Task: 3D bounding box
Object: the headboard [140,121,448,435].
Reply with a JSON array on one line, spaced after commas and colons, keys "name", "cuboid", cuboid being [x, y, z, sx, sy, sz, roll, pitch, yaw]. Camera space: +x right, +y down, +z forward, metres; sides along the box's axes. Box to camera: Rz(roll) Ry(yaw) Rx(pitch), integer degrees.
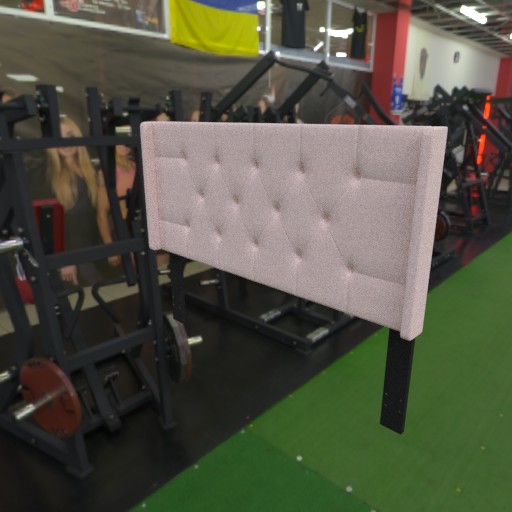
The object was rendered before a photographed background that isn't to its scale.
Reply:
[{"name": "headboard", "cuboid": [0.000, 0.000, 2.658, 2.051, 1.524, 0.184, 16, 24, 41]}]
